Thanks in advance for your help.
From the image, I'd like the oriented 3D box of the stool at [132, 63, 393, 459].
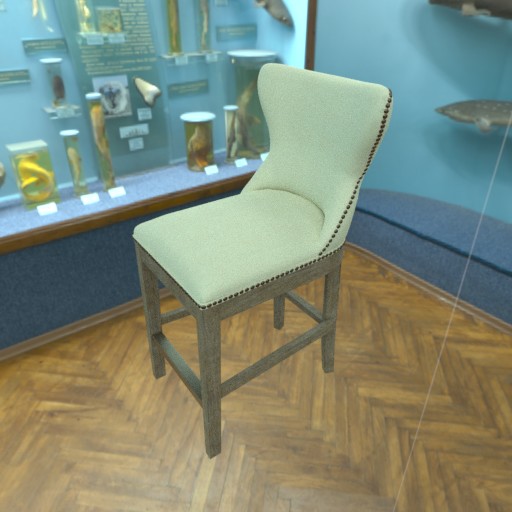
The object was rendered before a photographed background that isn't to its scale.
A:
[{"bbox_3d":[0.000,0.000,1.321,0.608,0.981,0.498,-21,37,-29],"label":"stool"}]
